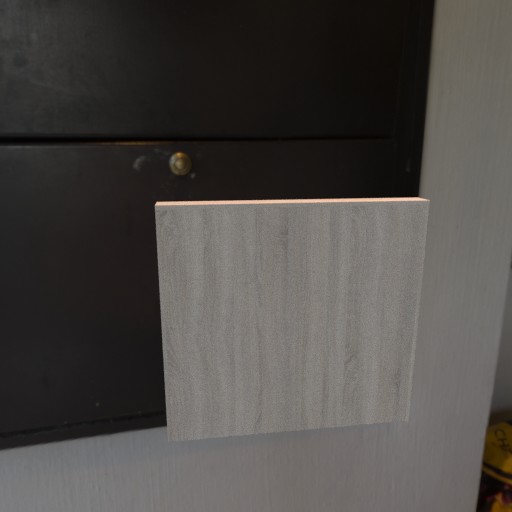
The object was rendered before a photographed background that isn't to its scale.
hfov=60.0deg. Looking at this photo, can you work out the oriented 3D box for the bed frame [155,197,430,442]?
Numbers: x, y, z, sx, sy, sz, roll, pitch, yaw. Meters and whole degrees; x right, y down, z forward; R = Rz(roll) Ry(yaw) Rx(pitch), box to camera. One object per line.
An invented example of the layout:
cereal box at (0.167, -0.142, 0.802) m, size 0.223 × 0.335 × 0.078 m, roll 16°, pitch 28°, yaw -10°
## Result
bed frame at (0.000, 0.000, 2.702) m, size 0.990 × 0.920 × 2.140 m, roll -2°, pitch 14°, yaw -8°
